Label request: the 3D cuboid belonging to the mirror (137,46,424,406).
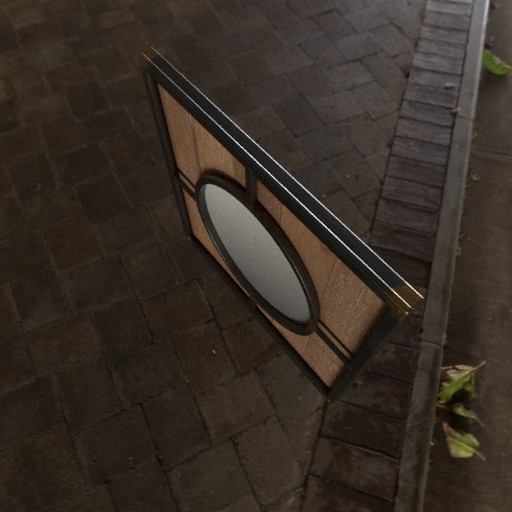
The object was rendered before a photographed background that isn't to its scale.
[{"bbox_3d":[0.000,0.000,0.572,0.020,0.381,0.382,-36,67,-18],"label":"mirror"}]
